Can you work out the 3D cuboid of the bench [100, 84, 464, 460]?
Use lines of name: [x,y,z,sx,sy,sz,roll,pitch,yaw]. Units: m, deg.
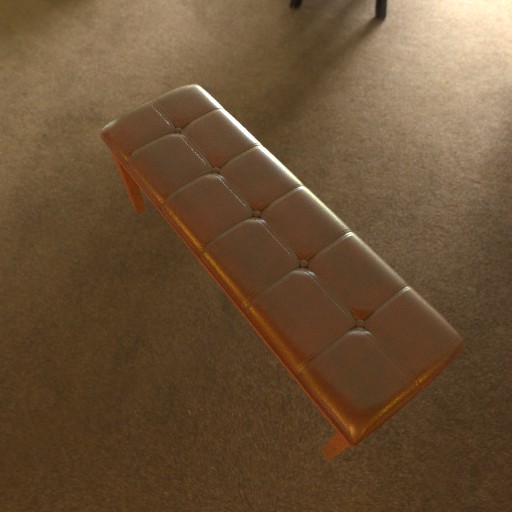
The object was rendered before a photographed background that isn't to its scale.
bench: [0.000,0.000,1.477,0.401,0.491,1.259,-33,65,-18]
